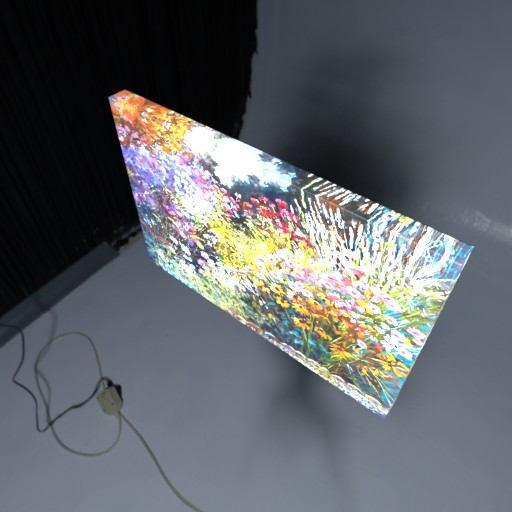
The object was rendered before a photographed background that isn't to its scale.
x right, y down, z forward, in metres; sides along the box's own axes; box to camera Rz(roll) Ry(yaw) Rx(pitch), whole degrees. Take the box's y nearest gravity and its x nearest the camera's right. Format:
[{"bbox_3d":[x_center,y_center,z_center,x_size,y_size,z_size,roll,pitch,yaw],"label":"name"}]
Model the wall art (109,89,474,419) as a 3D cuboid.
[{"bbox_3d":[0.000,0.000,0.775,0.610,0.406,0.037,30,54,25],"label":"wall art"}]
